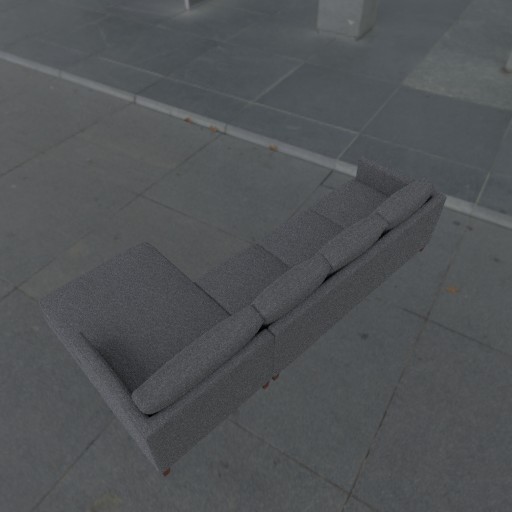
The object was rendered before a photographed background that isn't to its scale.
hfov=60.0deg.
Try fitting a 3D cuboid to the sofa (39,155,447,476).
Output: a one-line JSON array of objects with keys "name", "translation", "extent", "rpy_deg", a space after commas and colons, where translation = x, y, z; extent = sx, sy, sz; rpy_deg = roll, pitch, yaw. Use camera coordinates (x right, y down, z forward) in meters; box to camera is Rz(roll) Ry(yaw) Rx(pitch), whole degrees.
[{"name": "sofa", "translation": [0.000, 0.000, 3.785], "extent": [3.186, 0.846, 1.625], "rpy_deg": [-34, 55, -28]}]
